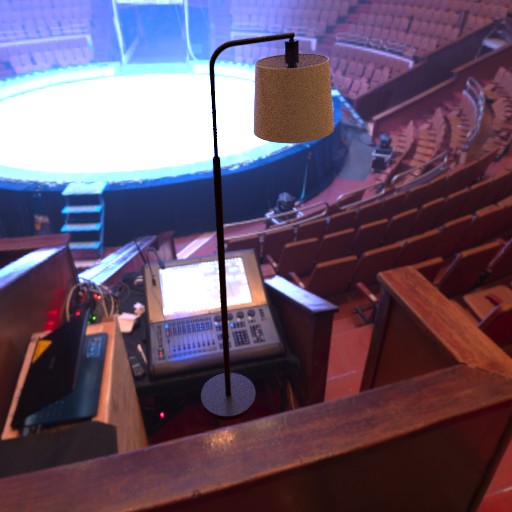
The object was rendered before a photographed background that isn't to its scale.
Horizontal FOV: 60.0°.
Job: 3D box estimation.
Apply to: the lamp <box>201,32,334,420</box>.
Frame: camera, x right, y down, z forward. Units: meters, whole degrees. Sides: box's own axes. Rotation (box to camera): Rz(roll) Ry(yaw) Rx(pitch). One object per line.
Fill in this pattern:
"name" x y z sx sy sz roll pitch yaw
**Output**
"lamp" 0.000 0.000 1.639 0.508 1.478 0.254 -10 35 -15
